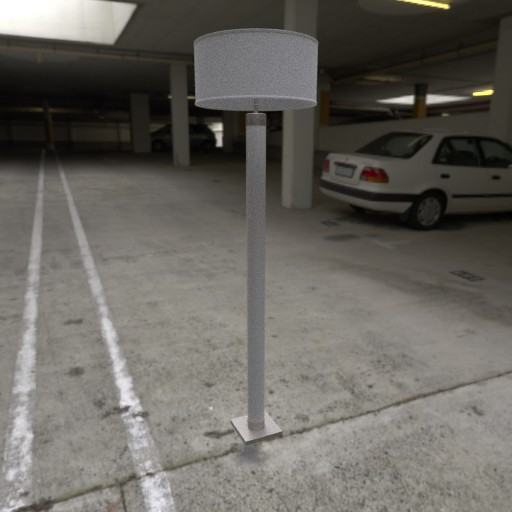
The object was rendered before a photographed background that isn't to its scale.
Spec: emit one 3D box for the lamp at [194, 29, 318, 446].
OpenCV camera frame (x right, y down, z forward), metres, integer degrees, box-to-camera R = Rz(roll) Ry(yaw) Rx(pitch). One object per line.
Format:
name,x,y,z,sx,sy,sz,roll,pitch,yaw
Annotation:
lamp,0.000,0.000,1.661,0.420,1.475,0.420,-6,14,-24
